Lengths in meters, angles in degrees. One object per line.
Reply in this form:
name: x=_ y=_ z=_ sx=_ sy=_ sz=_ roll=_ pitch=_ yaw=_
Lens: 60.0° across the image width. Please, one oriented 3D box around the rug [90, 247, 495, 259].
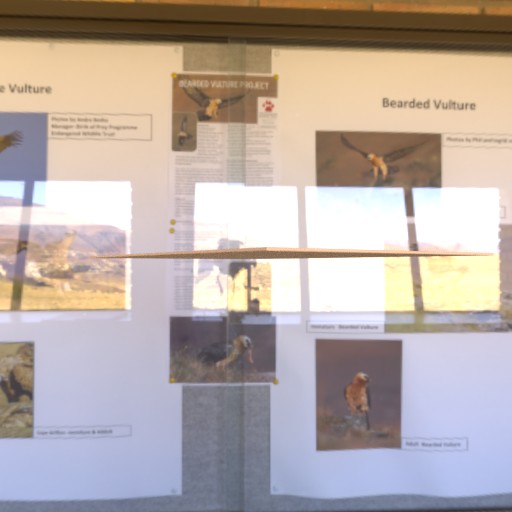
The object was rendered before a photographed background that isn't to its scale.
rug: x=0.000 y=0.000 z=2.874 sx=1.526 sy=0.014 sz=2.290 roll=1 pitch=-1 yaw=-35
